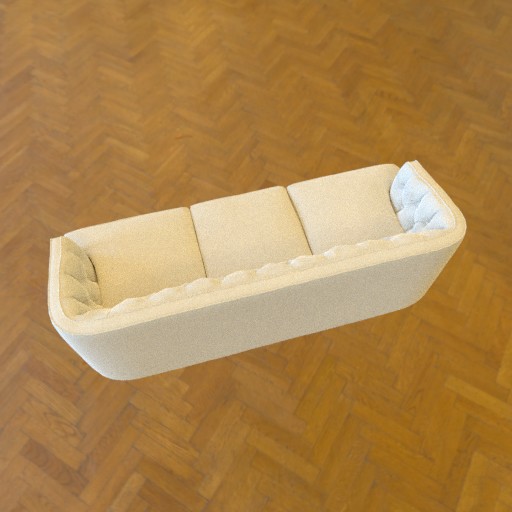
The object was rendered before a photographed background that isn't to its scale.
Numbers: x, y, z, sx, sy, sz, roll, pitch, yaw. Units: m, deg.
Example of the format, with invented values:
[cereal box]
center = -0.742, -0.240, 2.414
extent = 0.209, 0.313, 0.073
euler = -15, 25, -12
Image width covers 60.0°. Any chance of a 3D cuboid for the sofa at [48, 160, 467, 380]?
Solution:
[sofa]
center = 0.000, 0.000, 2.715
extent = 2.278, 0.855, 0.941
euler = -13, 59, -8
